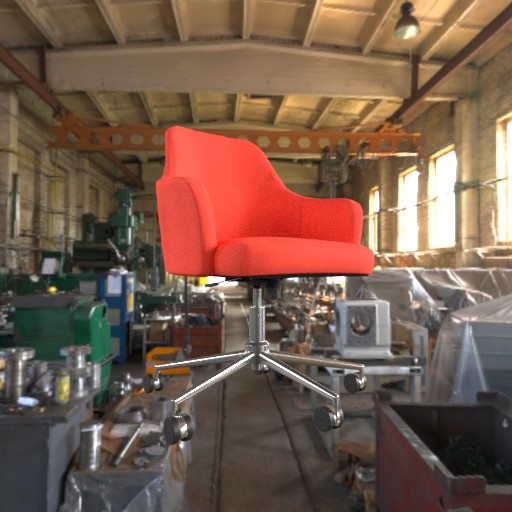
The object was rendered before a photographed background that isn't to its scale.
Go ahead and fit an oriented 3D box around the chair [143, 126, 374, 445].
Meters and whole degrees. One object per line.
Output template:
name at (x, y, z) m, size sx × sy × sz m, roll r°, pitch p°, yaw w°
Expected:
chair at (0.000, 0.000, 1.251) m, size 0.655 × 0.820 × 0.600 m, roll 1°, pitch -2°, yaw -37°
